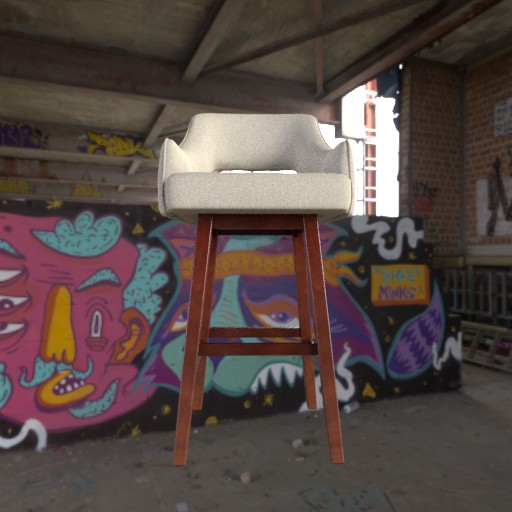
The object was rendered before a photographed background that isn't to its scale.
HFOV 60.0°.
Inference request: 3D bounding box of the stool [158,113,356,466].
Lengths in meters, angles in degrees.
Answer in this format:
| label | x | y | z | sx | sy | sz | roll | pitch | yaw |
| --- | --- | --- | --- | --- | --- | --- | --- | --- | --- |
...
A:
| label | x | y | z | sx | sy | sz | roll | pitch | yaw |
| --- | --- | --- | --- | --- | --- | --- | --- | --- | --- |
| stool | 0.000 | 0.000 | 1.354 | 0.550 | 1.041 | 0.560 | 0 | -1 | -2 |
